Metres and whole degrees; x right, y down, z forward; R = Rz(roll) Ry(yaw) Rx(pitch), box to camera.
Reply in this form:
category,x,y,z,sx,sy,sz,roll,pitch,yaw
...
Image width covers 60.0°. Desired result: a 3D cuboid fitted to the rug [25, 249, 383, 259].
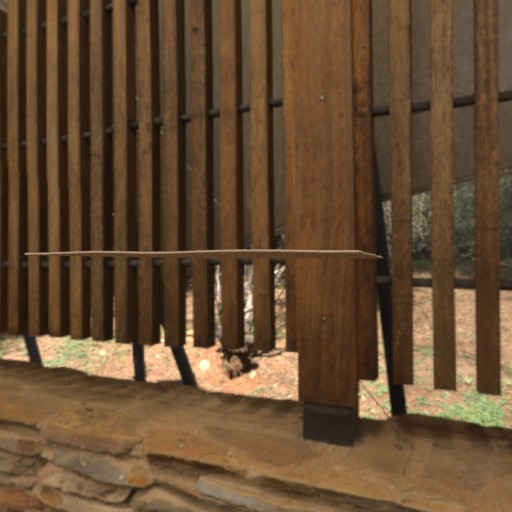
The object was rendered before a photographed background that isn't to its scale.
category,x,y,z,sx,sy,sz,roll,pitch,yaw
rug,0.000,0.000,2.333,1.220,0.013,1.829,0,-1,18
